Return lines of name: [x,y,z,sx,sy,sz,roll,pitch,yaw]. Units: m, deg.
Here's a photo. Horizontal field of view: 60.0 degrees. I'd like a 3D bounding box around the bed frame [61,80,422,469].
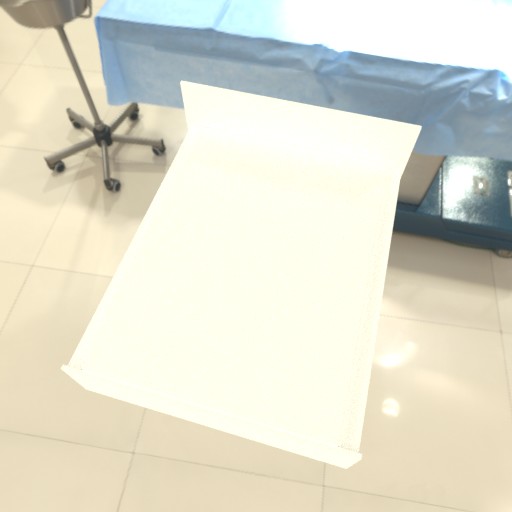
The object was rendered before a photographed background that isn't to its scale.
bed frame: [0.000,0.000,2.770,1.622,0.800,1.960,14,60,8]
